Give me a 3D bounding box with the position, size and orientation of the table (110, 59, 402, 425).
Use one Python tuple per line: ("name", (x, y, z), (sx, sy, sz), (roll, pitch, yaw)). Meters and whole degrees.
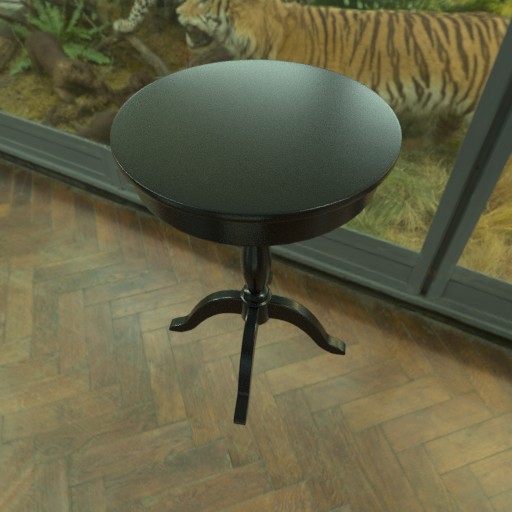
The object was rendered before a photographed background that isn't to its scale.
("table", (0.000, 0.000, 0.980), (0.481, 0.665, 0.481), (0, 47, 0))
